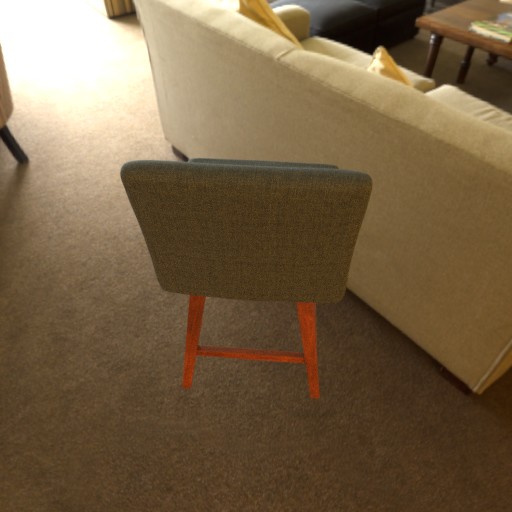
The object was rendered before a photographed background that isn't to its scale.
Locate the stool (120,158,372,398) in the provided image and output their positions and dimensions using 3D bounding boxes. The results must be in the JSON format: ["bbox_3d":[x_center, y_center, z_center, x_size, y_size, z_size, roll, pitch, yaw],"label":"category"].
[{"bbox_3d":[0.000,0.000,1.203,0.467,0.895,0.524,3,46,3],"label":"stool"}]
